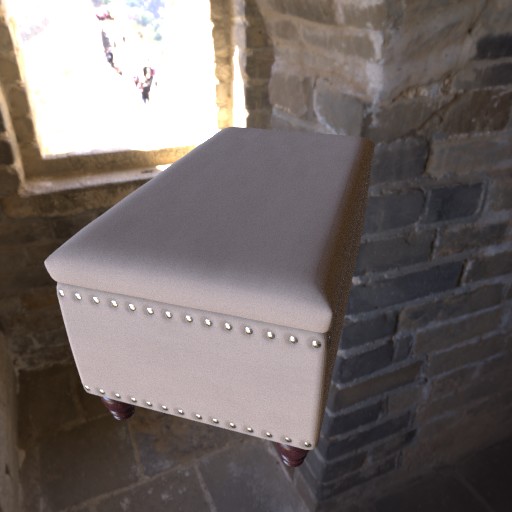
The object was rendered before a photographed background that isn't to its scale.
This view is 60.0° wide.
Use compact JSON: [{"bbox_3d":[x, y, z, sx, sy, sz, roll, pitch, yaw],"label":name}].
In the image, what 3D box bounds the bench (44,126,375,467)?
[{"bbox_3d":[0.000,0.000,1.159,0.500,0.449,0.887,9,32,14],"label":"bench"}]
